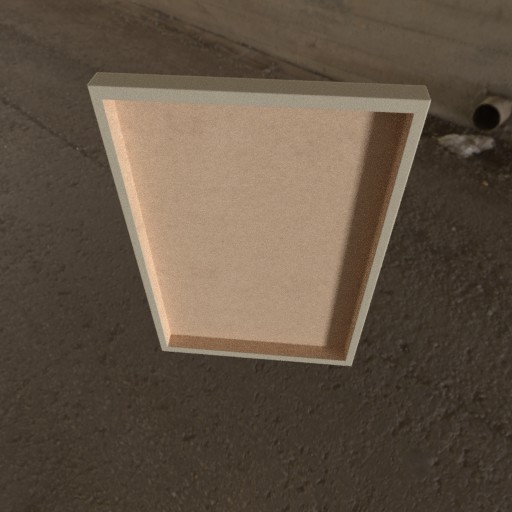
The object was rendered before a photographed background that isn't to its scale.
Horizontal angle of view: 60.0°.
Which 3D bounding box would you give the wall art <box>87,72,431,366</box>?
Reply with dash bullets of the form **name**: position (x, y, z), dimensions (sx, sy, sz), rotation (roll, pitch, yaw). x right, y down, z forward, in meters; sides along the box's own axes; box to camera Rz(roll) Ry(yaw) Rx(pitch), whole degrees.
- **wall art**: position (0.000, 0.000, 0.768), dimensions (0.418, 0.608, 0.038), rotation (4, 46, 4)
